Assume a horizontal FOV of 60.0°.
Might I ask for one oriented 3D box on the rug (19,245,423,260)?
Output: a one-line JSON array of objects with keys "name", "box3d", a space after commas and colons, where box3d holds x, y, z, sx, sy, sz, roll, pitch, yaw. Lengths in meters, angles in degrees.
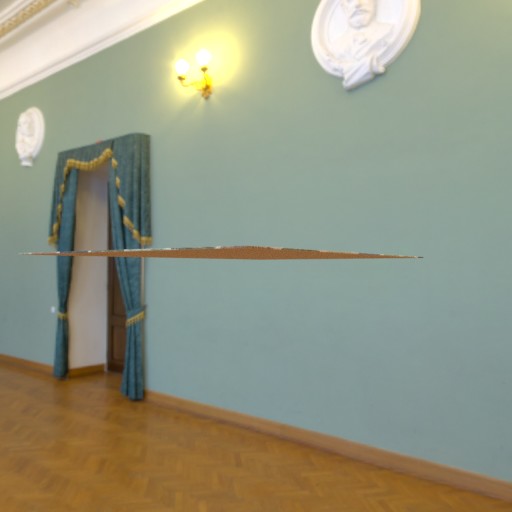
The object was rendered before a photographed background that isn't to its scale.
[{"name": "rug", "box3d": [0.000, 0.000, 2.309, 1.216, 0.006, 1.828, -1, -2, 35]}]
